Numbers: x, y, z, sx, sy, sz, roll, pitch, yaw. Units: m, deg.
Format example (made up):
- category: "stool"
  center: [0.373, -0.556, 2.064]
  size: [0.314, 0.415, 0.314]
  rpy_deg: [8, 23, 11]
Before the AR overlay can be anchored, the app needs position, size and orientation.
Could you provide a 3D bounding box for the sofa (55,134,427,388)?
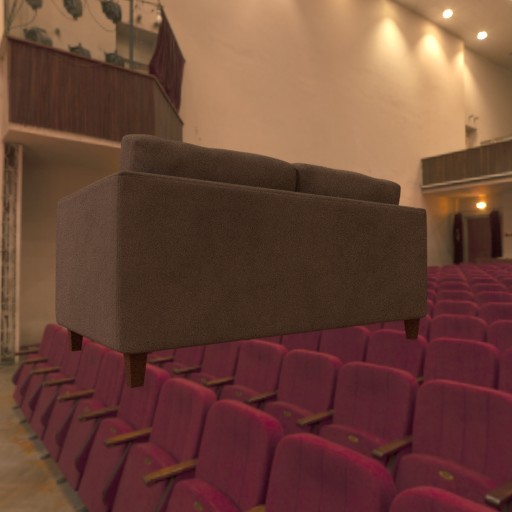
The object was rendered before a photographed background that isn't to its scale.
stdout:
- category: "sofa"
  center: [0.000, 0.000, 2.437]
  size: [1.884, 0.963, 0.950]
  rpy_deg: [1, -1, -37]
